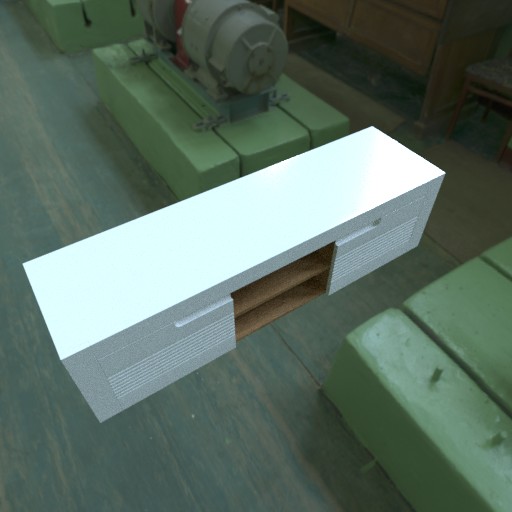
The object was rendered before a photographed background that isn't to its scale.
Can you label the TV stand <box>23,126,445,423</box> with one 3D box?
[{"bbox_3d":[0.000,0.000,1.728,1.500,0.440,0.410,-26,52,-22],"label":"TV stand"}]
